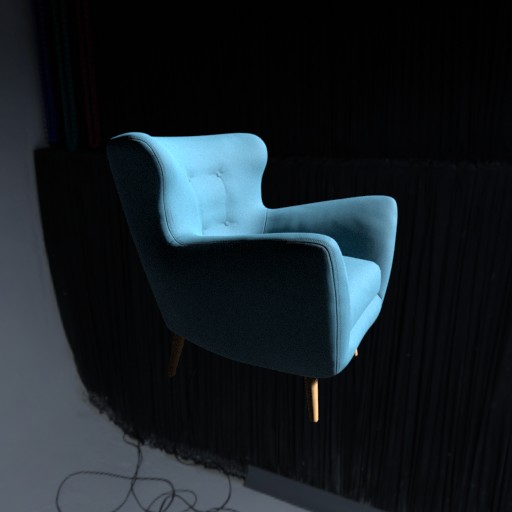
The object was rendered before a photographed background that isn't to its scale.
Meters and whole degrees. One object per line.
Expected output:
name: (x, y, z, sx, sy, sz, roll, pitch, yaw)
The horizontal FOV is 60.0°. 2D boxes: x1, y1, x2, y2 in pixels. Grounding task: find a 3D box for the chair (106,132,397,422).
chair: (0.000, 0.000, 1.661, 0.889, 0.889, 0.890, 8, 17, 26)
